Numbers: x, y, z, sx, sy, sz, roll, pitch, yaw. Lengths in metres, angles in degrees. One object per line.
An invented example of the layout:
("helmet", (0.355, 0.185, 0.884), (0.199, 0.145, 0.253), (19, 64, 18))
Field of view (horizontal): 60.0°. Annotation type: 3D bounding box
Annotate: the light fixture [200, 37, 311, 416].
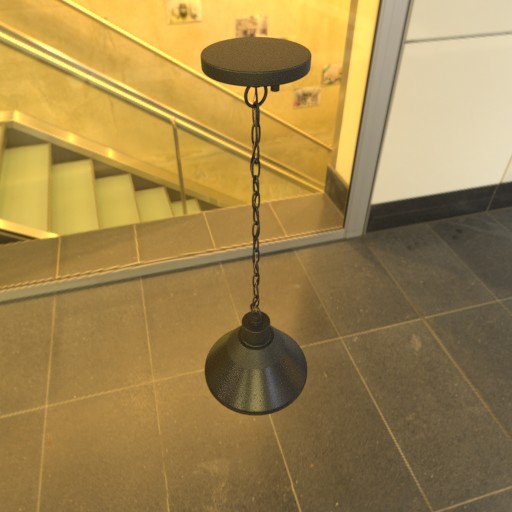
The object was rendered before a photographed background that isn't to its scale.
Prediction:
("light fixture", (0.000, 0.000, 0.675), (0.201, 0.588, 0.201), (-25, 47, -26))
